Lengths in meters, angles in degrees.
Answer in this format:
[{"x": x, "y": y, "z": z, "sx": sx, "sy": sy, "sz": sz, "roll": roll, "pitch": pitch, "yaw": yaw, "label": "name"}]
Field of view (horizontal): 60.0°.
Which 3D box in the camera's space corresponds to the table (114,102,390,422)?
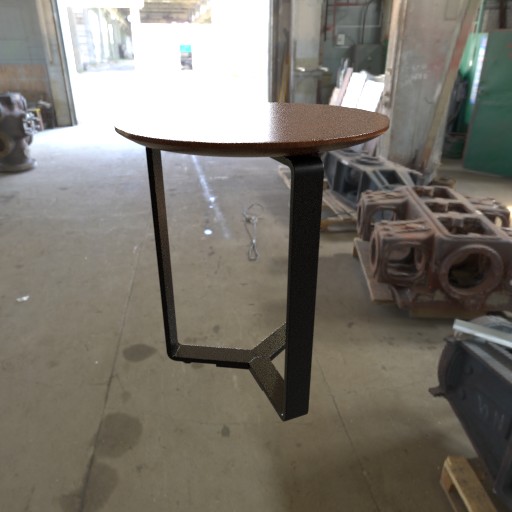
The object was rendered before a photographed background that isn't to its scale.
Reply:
[{"x": 0.000, "y": 0.000, "z": 0.746, "sx": 0.380, "sy": 0.450, "sz": 0.410, "roll": 18, "pitch": 30, "yaw": 33, "label": "table"}]
